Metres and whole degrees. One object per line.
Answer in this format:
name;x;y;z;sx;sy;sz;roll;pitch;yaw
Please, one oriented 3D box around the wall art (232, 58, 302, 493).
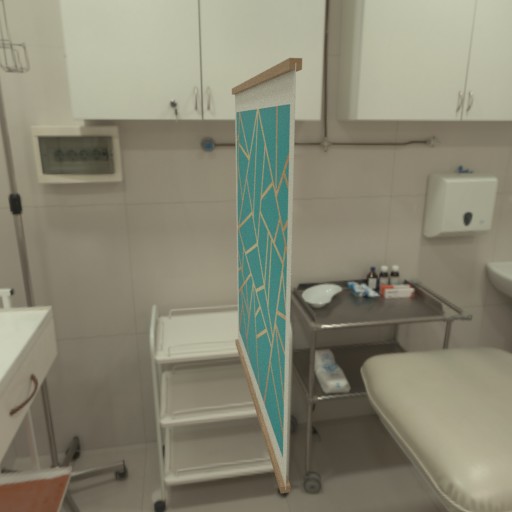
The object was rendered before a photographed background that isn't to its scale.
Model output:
wall art;0.000;0.000;0.680;0.012;0.508;0.405;-3;17;-10
